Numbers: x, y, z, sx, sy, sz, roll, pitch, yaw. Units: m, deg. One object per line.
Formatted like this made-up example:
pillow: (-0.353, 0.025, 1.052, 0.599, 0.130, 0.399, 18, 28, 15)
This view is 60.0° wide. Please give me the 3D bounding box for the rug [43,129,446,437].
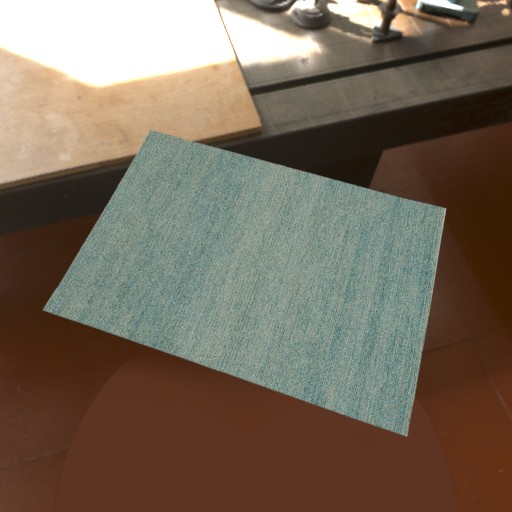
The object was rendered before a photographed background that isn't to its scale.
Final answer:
rug: (0.000, 0.000, 2.950, 2.305, 0.029, 1.593, 17, 63, 9)
